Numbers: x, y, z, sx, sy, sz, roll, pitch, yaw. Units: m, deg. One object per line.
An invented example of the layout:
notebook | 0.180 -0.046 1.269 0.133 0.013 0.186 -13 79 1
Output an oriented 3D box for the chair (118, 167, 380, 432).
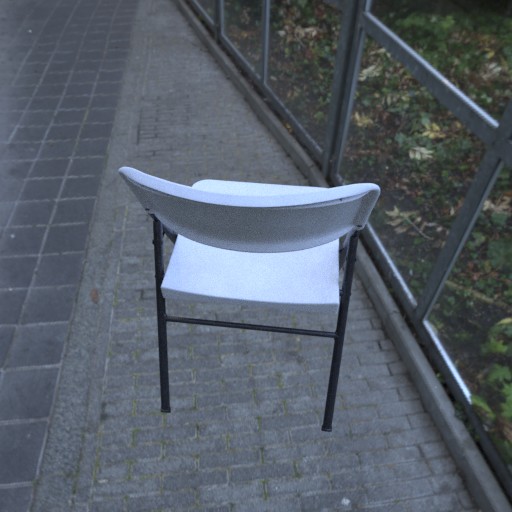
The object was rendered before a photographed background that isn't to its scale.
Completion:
chair | 0.000 0.000 1.160 0.494 0.810 0.566 5 46 5
